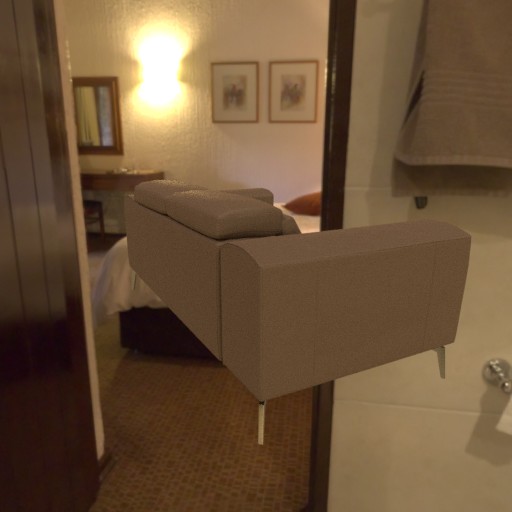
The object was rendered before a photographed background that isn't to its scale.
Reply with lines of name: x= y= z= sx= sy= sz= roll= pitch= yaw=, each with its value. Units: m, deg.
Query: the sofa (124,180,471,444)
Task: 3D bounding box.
sofa: x=0.000 y=0.000 z=2.406 sx=1.003 sy=0.779 sz=1.895 roll=-8 pitch=16 yaw=-27
